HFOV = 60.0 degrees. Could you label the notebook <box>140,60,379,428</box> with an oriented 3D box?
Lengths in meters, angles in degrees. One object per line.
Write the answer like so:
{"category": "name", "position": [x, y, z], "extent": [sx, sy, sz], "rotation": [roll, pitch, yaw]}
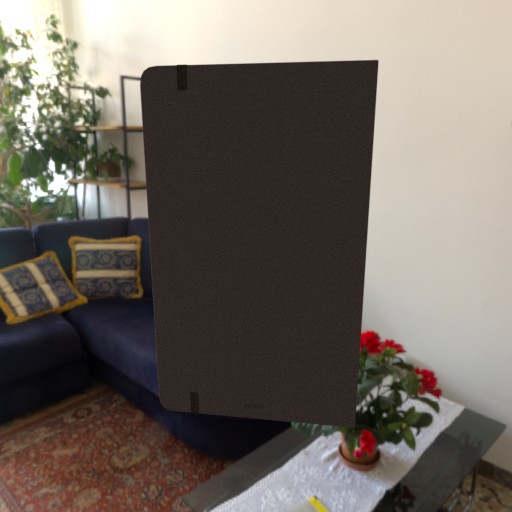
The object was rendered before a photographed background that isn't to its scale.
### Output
{"category": "notebook", "position": [0.000, 0.000, 0.266], "extent": [0.127, 0.213, 0.016], "rotation": [2, 15, 9]}
